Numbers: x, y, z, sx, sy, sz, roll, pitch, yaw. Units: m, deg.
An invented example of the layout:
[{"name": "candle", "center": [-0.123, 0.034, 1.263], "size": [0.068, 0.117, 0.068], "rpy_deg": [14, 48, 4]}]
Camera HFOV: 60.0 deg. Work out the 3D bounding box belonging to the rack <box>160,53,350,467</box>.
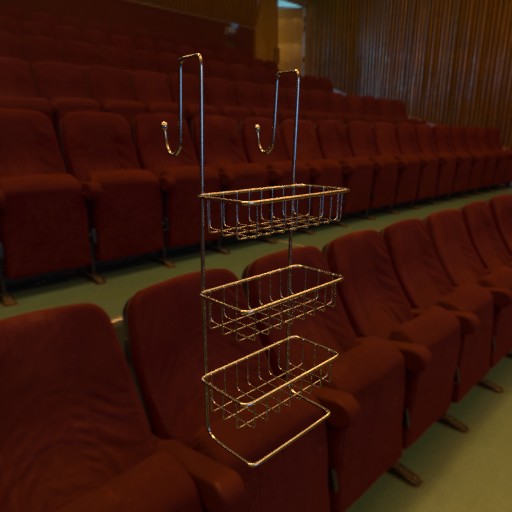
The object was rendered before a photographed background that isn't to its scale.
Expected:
[{"name": "rack", "center": [0.000, 0.000, 0.704], "size": [0.228, 0.574, 0.202], "rpy_deg": [-14, 20, -43]}]
